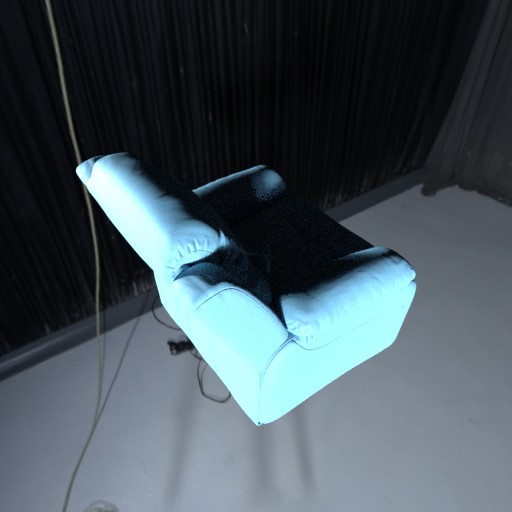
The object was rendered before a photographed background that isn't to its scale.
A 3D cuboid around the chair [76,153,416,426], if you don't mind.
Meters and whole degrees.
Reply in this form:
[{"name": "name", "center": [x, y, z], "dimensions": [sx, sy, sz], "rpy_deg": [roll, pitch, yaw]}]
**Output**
[{"name": "chair", "center": [0.000, 0.000, 1.261], "dimensions": [0.709, 0.702, 0.680], "rpy_deg": [-26, 48, -26]}]
